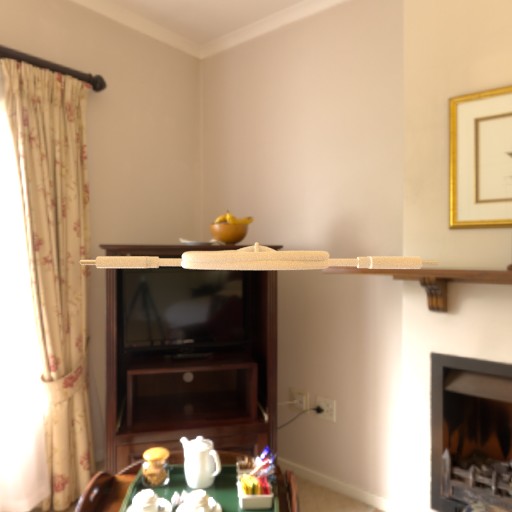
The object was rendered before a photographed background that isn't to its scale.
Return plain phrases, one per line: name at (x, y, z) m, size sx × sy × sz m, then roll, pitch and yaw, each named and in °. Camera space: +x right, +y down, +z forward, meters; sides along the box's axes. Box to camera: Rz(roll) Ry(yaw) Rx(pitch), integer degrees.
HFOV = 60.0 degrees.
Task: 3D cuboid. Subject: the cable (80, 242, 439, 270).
cable at (0.000, 0.000, 0.208) m, size 0.186 × 0.014 × 0.070 m, roll 0°, pitch 0°, yaw 1°
